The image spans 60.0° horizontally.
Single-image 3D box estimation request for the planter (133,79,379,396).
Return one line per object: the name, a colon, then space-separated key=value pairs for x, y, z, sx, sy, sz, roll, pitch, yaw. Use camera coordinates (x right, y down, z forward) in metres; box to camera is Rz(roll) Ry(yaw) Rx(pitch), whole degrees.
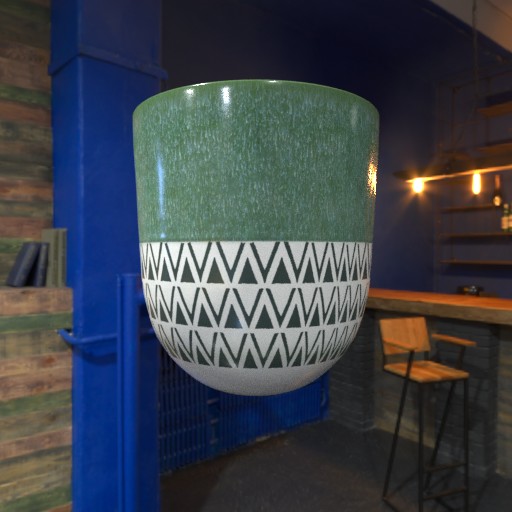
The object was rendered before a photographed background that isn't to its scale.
planter: x=0.000 y=0.000 z=0.364 sx=0.195 sy=0.214 sz=0.195 roll=0 pitch=1 yaw=0
